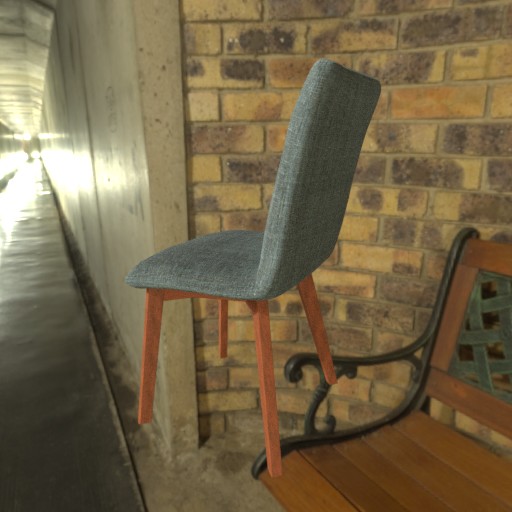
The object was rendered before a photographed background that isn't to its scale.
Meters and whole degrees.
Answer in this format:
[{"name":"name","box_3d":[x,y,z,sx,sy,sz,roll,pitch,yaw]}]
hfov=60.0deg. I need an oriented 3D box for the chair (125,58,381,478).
[{"name":"chair","box_3d":[0.000,0.000,1.272,0.563,0.974,0.522,8,17,26]}]
